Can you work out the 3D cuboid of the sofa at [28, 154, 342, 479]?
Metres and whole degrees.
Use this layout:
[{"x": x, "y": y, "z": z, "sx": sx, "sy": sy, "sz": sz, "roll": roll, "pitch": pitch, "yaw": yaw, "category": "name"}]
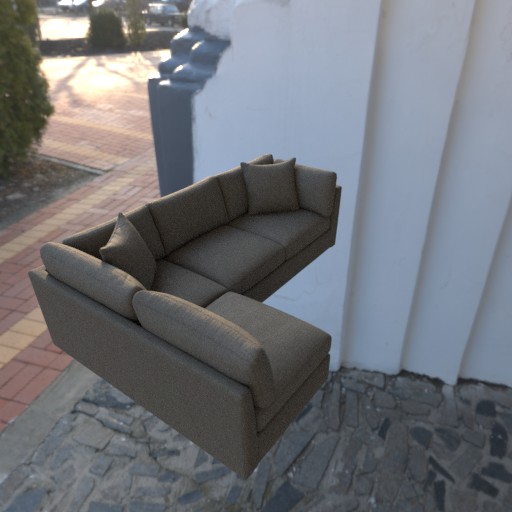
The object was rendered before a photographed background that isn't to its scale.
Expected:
[{"x": 0.000, "y": 0.000, "z": 3.794, "sx": 1.994, "sy": 0.978, "sz": 2.896, "roll": 20, "pitch": 36, "yaw": 31, "category": "sofa"}]
